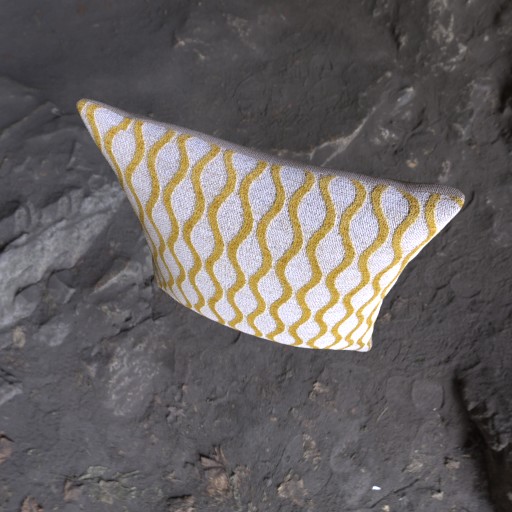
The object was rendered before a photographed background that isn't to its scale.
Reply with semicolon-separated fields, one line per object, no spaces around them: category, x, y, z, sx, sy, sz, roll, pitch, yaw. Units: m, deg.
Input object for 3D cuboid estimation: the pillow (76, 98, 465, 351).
pillow;0.000;0.000;0.640;0.429;0.436;0.159;16;61;9
